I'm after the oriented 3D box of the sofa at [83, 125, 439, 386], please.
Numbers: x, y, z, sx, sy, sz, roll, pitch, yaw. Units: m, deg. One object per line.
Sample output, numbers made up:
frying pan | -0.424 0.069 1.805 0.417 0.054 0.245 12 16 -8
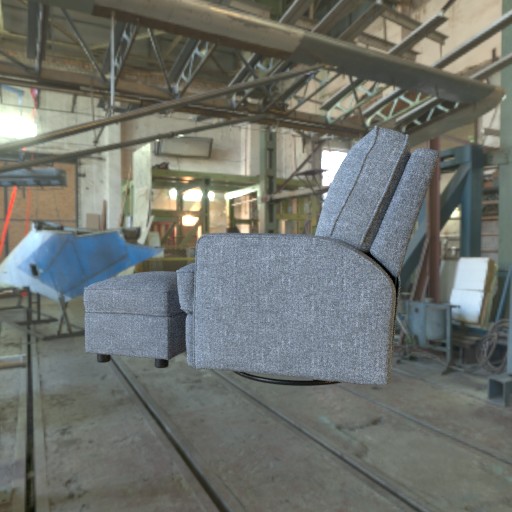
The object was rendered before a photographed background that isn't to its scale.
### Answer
sofa | 0.000 0.000 2.010 1.472 0.959 0.861 0 2 17
